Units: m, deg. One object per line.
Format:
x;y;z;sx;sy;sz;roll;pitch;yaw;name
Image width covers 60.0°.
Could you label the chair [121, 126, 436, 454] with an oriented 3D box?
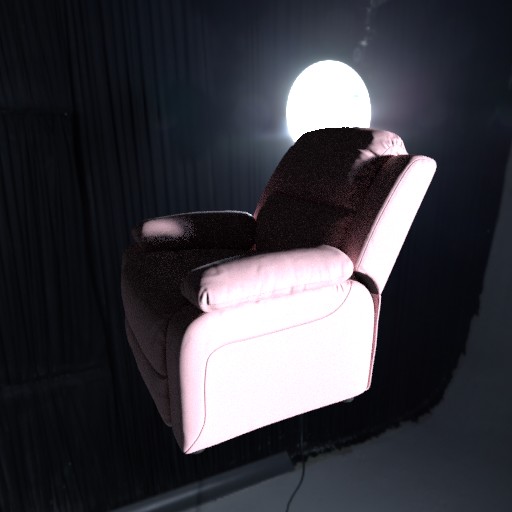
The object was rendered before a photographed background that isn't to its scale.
0.000;0.000;1.250;0.709;0.702;0.680;-8;18;-25;chair
